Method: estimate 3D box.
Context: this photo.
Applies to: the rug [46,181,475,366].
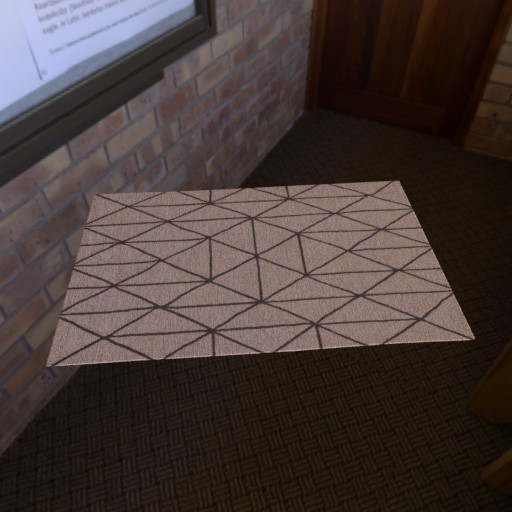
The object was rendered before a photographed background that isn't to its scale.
[{"bbox_3d":[0.000,0.000,3.061,2.465,0.008,1.526,-3,47,-3],"label":"rug"}]
